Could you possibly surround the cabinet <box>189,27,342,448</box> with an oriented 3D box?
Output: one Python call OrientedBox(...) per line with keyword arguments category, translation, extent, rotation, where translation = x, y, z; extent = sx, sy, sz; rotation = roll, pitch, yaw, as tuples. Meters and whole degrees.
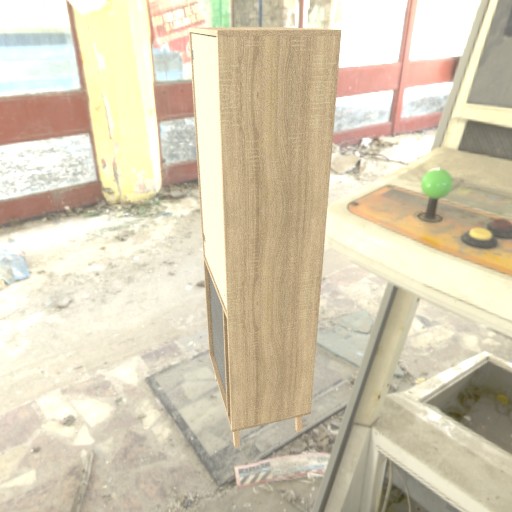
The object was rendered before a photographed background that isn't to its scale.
OrientedBox(category="cabinet", translation=(0.000, 0.000, 2.025), extent=(0.400, 1.850, 0.570), rotation=(-8, 29, -14))
